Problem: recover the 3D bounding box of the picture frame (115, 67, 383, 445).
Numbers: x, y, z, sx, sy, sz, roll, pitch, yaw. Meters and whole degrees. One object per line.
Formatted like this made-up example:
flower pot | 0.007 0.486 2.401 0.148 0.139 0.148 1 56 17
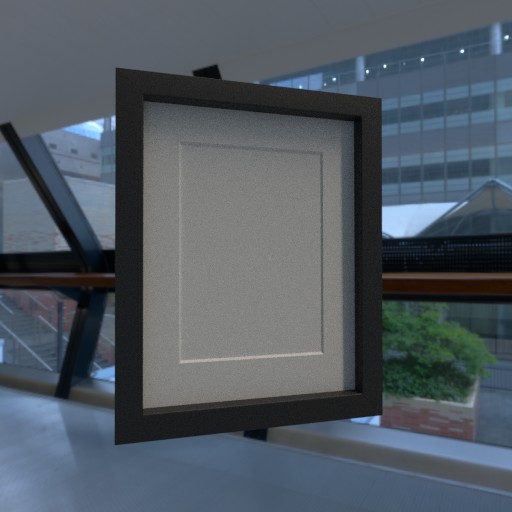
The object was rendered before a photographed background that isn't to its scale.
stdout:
picture frame | 0.000 0.000 0.508 0.307 0.383 0.036 0 0 -16
